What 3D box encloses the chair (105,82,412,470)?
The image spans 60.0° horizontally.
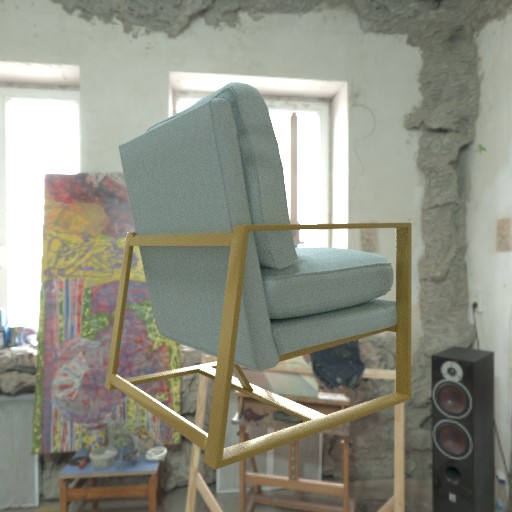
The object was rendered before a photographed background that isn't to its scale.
[{"bbox_3d":[0.000,0.000,1.550,0.813,0.956,0.758,-1,2,-37],"label":"chair"}]
